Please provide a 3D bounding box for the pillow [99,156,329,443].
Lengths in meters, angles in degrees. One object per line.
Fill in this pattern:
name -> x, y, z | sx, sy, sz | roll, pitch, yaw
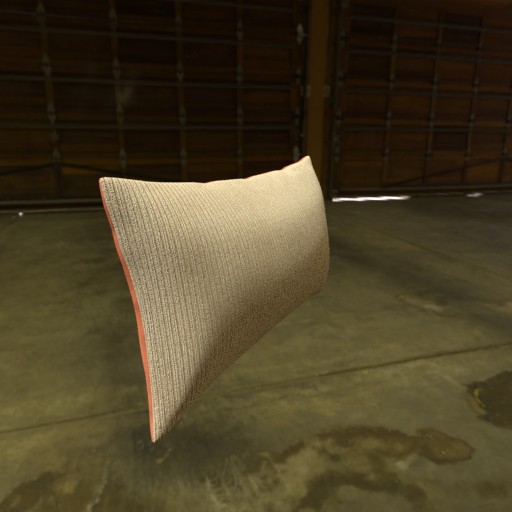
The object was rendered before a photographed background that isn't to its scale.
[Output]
pillow -> 0.000, 0.000, 0.747 | 0.155, 0.307, 0.608 | 8, 17, 26
